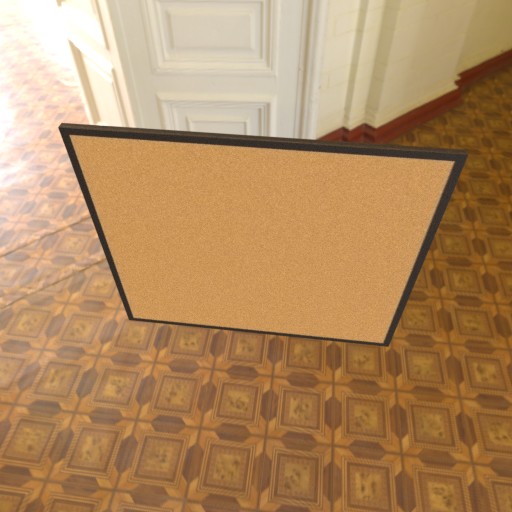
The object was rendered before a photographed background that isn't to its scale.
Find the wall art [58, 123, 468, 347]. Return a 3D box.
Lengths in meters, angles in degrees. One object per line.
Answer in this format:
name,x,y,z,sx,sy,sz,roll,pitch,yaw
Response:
wall art,0.000,0.000,1.438,1.033,0.875,0.023,5,47,5
